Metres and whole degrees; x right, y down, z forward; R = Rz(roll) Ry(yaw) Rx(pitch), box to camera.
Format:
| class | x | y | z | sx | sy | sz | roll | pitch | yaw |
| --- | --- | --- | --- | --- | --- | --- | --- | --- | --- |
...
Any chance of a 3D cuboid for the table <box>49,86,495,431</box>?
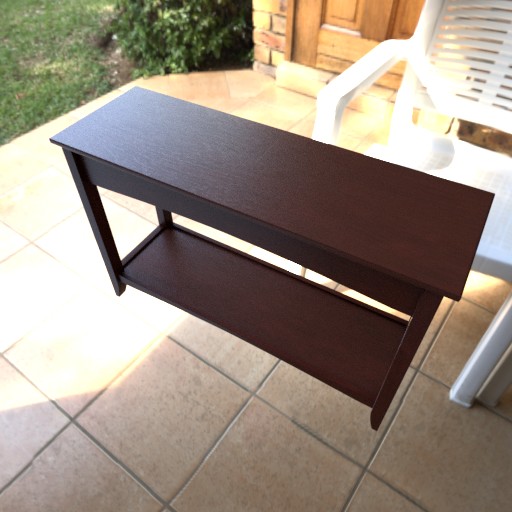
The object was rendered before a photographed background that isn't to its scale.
| class | x | y | z | sx | sy | sz | roll | pitch | yaw |
| --- | --- | --- | --- | --- | --- | --- | --- | --- | --- |
| table | 0.000 | 0.000 | 1.486 | 1.188 | 0.739 | 0.392 | 23 | 51 | 20 |
